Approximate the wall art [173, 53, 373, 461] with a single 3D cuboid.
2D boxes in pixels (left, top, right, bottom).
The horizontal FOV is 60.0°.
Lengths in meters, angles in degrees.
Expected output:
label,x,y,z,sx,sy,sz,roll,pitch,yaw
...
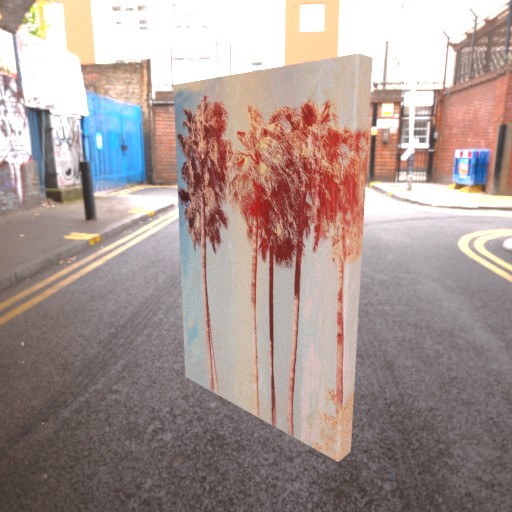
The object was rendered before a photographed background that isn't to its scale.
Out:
label,x,y,z,sx,sy,sz,roll,pitch,yaw
wall art,0.000,0.000,0.787,0.401,0.610,0.038,12,18,42
